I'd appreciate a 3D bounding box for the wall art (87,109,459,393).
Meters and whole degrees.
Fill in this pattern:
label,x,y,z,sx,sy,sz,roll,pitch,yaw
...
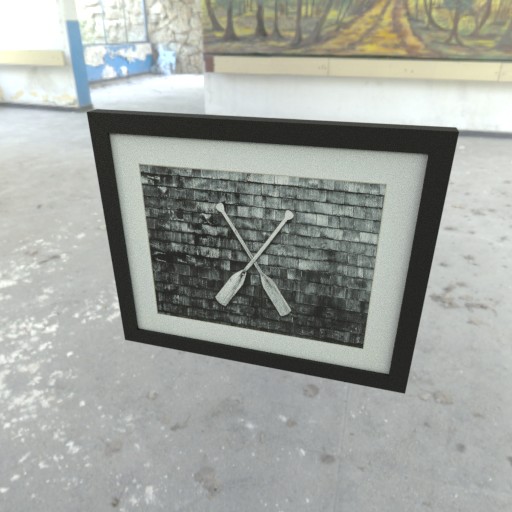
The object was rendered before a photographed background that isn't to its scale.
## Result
label,x,y,z,sx,sy,sz,roll,pitch,yaw
wall art,0.000,0.000,0.761,0.558,0.457,0.029,7,28,14
